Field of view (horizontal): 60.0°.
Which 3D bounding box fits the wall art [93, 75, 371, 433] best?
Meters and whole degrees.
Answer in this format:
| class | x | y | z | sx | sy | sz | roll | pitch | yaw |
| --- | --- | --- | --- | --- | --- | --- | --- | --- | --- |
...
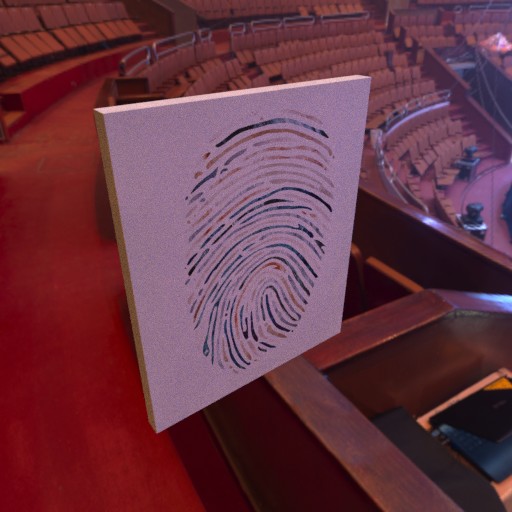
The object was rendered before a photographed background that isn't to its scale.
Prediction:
| class | x | y | z | sx | sy | sz | roll | pitch | yaw |
| --- | --- | --- | --- | --- | --- | --- | --- | --- | --- |
| wall art | 0.000 | 0.000 | 0.853 | 0.508 | 0.606 | 0.037 | -21 | 36 | -31 |
